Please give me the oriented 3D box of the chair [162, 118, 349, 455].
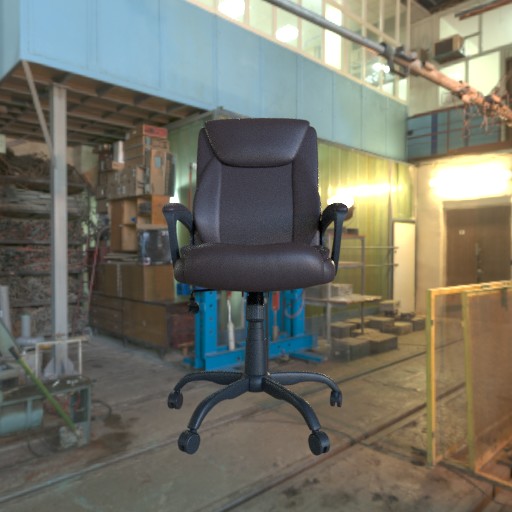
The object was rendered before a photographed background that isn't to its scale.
[{"bbox_3d":[0.000,0.000,1.491,0.615,1.072,0.655,0,1,1],"label":"chair"}]
